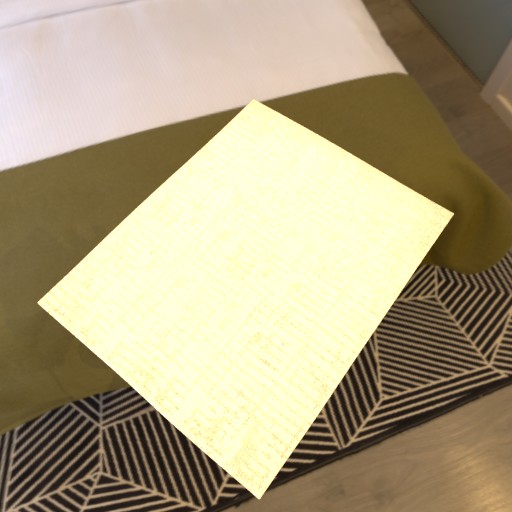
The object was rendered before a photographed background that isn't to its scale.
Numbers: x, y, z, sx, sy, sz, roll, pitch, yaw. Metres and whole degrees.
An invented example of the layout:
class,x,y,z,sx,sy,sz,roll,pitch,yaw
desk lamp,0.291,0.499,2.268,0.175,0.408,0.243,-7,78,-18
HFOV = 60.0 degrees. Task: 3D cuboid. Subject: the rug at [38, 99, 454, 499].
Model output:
class,x,y,z,sx,sy,sz,roll,pitch,yaw
rug,0.000,0.000,4.047,2.447,0.014,3.061,35,68,16
